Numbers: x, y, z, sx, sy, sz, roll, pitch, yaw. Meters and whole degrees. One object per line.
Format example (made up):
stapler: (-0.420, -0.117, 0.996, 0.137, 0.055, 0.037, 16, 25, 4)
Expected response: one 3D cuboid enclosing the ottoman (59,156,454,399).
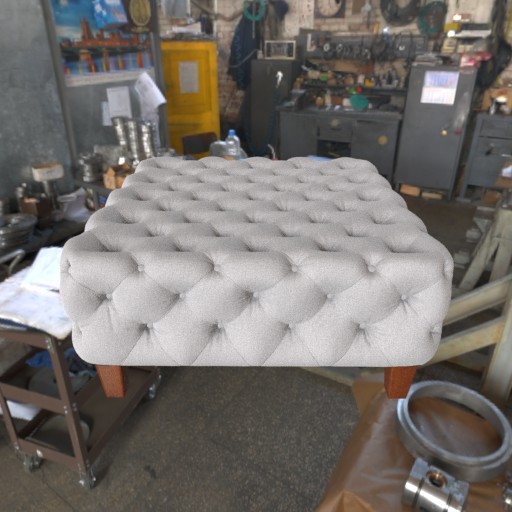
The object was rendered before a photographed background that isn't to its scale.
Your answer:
ottoman: (0.000, 0.000, 1.180, 0.764, 0.365, 0.758, 0, 27, 0)
